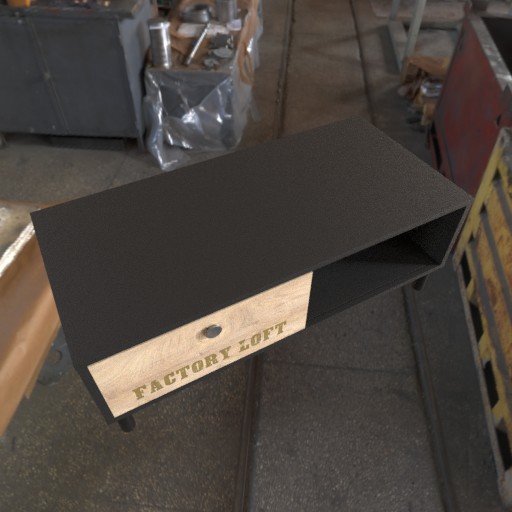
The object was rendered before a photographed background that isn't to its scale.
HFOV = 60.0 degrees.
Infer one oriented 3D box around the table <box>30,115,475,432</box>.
[{"bbox_3d":[0.000,0.000,1.357,1.100,0.400,0.550,-21,50,-19],"label":"table"}]
